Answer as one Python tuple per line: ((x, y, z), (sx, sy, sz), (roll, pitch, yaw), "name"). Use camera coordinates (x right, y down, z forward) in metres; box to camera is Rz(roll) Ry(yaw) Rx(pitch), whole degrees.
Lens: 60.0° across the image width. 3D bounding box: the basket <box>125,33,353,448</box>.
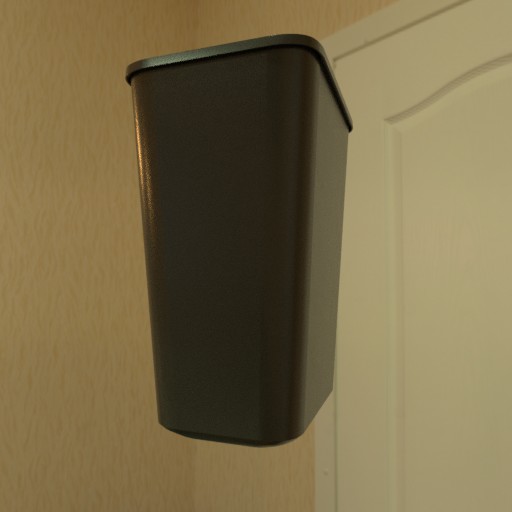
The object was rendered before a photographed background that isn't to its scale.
((0.000, 0.000, 0.741), (0.287, 0.521, 0.394), (-1, -2, 19), "basket")
